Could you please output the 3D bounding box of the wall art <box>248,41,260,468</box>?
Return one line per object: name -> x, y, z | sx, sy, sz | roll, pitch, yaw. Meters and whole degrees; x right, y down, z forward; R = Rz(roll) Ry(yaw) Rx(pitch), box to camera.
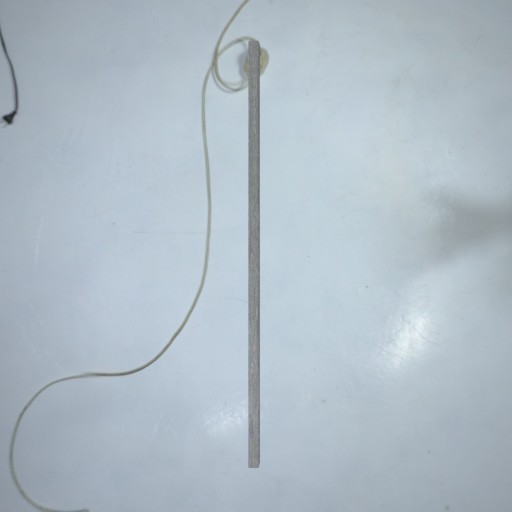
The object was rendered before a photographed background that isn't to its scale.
wall art -> 0.000, 0.000, 0.778 | 0.013, 0.570, 0.476 | 0, 89, 0
